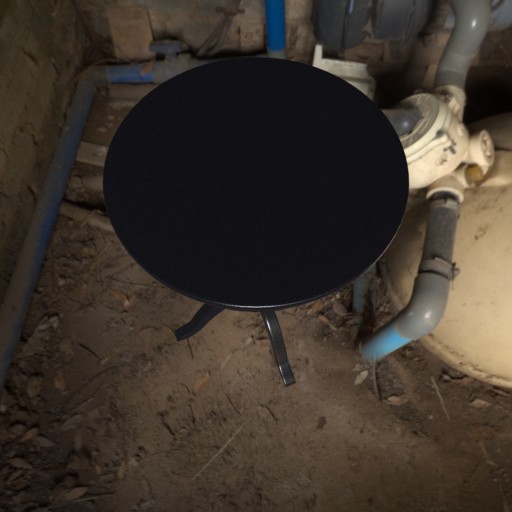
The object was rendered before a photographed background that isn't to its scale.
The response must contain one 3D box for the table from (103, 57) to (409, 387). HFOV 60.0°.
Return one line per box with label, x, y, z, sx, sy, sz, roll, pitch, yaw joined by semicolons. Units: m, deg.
table;0.000;0.000;0.993;0.481;0.665;0.481;0;64;0
